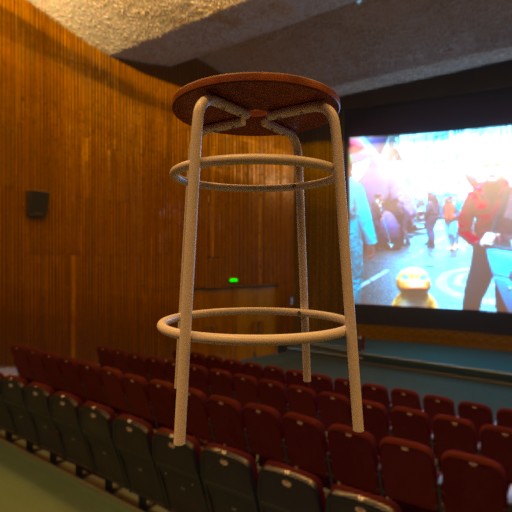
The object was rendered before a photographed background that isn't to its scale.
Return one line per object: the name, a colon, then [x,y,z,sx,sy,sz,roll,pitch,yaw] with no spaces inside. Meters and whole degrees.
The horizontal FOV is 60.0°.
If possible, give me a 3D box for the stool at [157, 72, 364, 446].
stool: [0.000,0.000,0.899,0.455,0.610,0.455,0,0,35]
